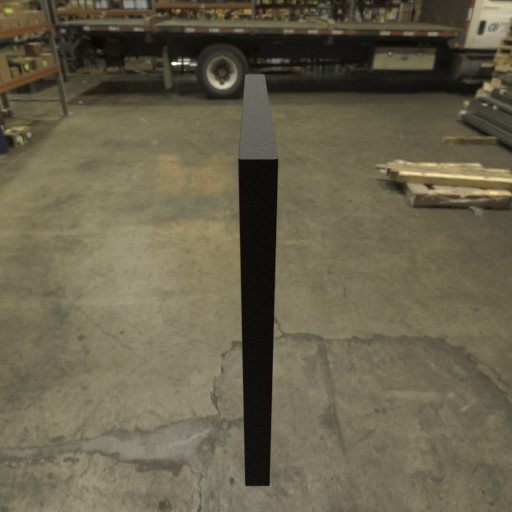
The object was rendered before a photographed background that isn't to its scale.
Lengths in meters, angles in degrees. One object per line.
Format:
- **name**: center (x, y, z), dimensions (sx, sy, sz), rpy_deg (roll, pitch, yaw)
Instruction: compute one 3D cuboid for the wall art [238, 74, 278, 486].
- **wall art**: center (0.000, 0.000, 0.758), dimensions (0.037, 0.508, 0.508), rpy_deg (0, 31, 0)
